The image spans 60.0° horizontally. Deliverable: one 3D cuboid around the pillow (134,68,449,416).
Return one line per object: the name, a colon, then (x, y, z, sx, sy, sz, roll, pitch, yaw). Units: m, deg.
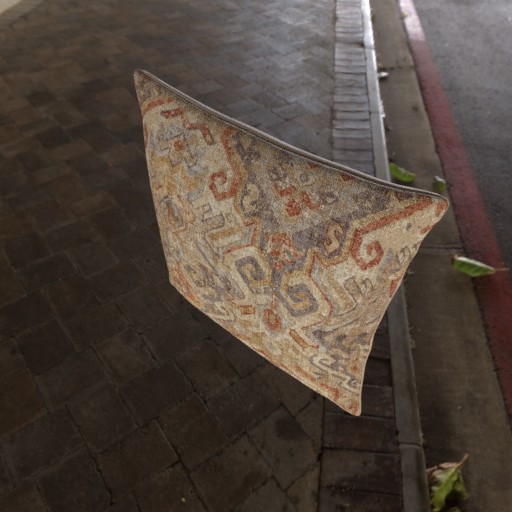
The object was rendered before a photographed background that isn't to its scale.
pillow: (0.000, 0.000, 0.760, 0.523, 0.506, 0.166, 31, 54, 27)
